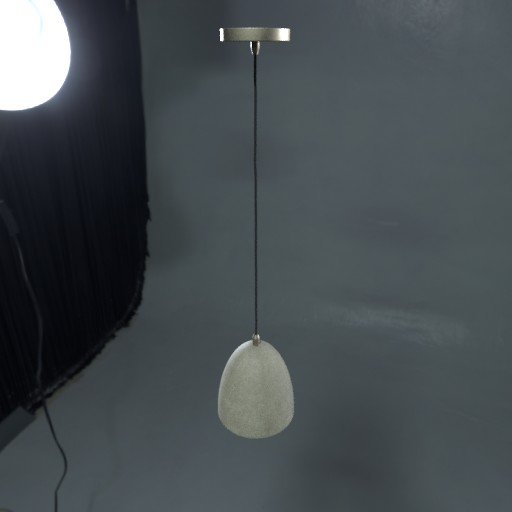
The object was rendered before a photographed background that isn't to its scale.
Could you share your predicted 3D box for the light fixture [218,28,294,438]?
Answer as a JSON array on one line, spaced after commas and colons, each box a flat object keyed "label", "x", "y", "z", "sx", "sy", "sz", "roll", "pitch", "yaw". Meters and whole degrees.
[{"label": "light fixture", "x": 0.000, "y": 0.000, "z": 0.832, "sx": 0.170, "sy": 0.759, "sz": 0.170, "roll": 8, "pitch": 27, "yaw": 16}]
